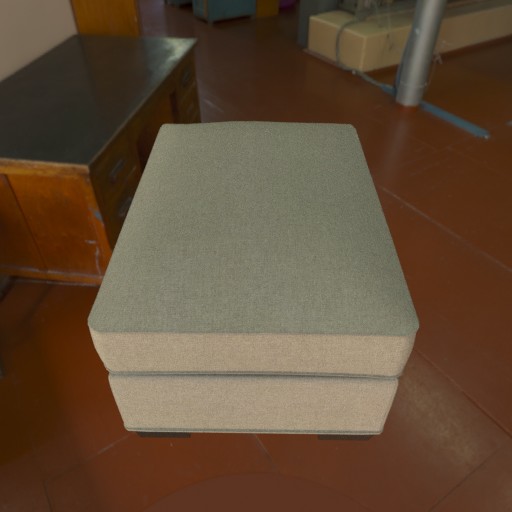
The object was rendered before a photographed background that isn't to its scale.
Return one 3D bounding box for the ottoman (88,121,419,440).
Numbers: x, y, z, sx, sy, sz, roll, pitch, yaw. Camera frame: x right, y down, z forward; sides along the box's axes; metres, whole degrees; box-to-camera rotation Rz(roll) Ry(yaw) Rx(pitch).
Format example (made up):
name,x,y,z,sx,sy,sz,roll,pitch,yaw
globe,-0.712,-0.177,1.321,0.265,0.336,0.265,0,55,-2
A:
name,x,y,z,sx,sy,sz,roll,pitch,yaw
ottoman,0.000,0.000,1.231,0.619,0.504,0.843,1,42,1
